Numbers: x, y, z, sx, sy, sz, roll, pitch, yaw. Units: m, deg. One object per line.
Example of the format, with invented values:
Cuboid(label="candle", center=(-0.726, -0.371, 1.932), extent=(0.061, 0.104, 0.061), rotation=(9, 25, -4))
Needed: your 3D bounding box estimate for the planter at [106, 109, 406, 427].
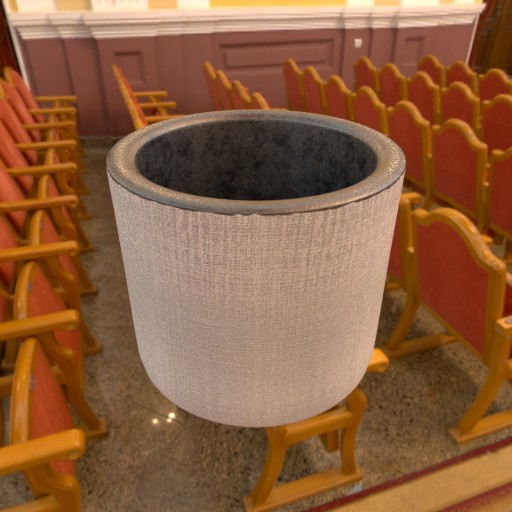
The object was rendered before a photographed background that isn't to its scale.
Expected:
Cuboid(label="planter", center=(0.000, 0.000, 0.218), extent=(0.125, 0.112, 0.125), rotation=(0, 33, 0))
